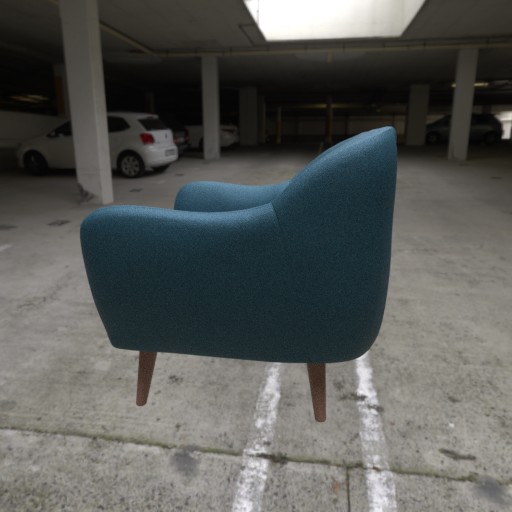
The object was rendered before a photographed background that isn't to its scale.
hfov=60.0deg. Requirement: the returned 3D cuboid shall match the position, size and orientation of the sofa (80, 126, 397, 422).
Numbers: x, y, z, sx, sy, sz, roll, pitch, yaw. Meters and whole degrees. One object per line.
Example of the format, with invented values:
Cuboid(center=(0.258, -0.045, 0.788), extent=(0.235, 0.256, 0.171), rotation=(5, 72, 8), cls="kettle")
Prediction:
Cuboid(center=(0.000, 0.000, 1.471), extent=(0.825, 0.817, 0.836), rotation=(2, 14, 8), cls="sofa")
